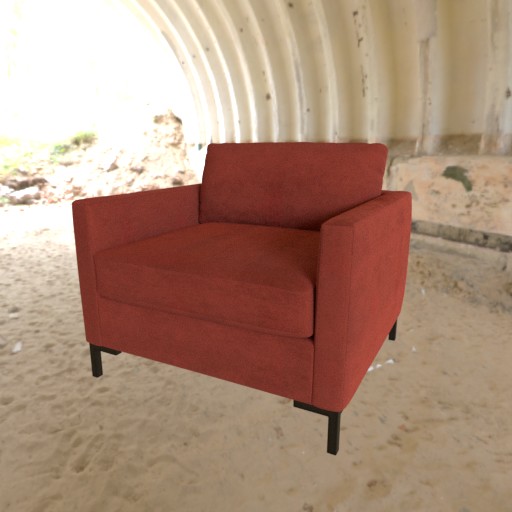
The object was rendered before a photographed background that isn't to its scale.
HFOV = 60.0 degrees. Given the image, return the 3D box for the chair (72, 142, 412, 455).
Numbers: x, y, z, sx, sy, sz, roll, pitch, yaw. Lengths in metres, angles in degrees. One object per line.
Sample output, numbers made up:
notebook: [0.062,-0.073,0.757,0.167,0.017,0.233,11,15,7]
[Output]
chair: [0.000,0.000,1.625,0.964,0.812,0.875,7,16,27]
